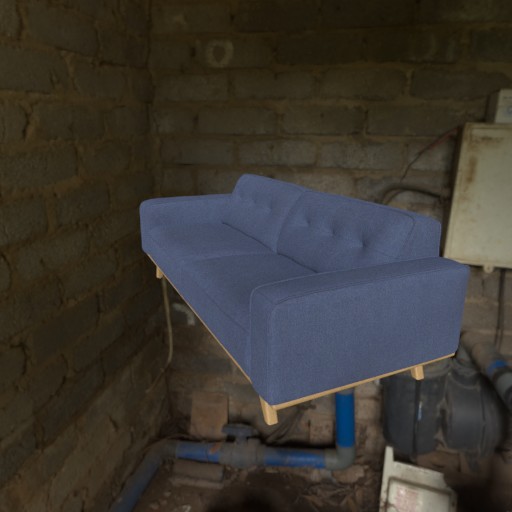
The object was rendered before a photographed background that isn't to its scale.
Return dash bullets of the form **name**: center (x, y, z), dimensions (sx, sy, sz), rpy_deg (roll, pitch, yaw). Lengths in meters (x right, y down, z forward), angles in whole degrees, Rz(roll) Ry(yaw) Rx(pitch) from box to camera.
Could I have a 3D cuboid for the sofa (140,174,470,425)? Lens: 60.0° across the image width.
- **sofa**: center (0.000, 0.000, 2.656), dimensions (0.953, 0.782, 2.270), rpy_deg (-8, 18, -24)
